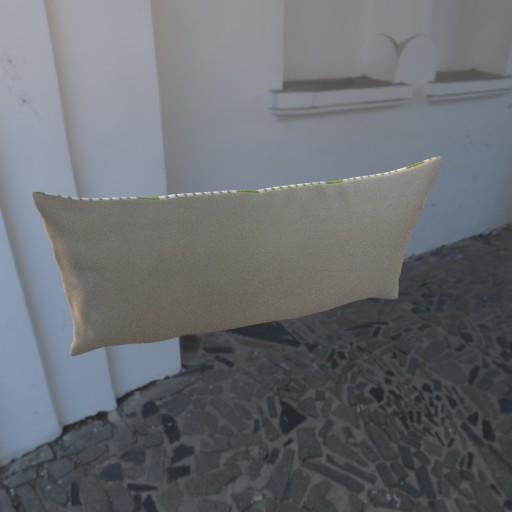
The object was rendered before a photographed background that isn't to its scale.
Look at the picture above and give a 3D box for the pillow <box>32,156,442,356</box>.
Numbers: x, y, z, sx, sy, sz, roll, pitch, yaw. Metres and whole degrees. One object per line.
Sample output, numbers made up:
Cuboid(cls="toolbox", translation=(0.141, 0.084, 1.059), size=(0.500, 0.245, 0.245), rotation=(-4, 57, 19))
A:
Cuboid(cls="pillow", translation=(0.000, 0.000, 0.715), size=(0.608, 0.292, 0.156), rotation=(-8, 26, -16))
